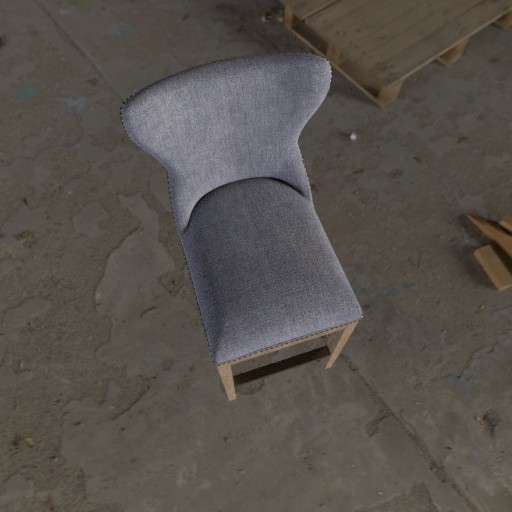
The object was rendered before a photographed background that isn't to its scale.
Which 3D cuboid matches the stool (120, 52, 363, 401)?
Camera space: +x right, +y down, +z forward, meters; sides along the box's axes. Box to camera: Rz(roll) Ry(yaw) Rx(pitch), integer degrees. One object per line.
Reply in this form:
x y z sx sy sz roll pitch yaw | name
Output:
0.000 0.000 1.333 0.498 0.981 0.608 -16 65 -8 | stool
